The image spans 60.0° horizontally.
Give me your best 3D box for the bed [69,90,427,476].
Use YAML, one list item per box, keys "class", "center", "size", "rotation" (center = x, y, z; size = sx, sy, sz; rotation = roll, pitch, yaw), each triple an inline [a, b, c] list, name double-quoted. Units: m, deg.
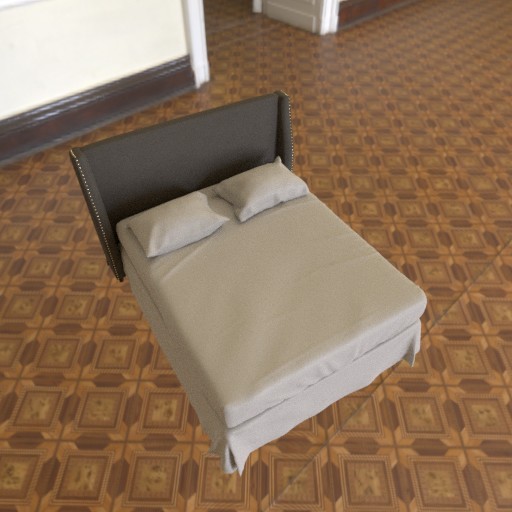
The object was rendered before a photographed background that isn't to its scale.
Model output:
- class: "bed"
  center: [0.000, 0.000, 3.415]
  size: [1.925, 1.332, 2.276]
  rotation: [-23, 50, -21]
